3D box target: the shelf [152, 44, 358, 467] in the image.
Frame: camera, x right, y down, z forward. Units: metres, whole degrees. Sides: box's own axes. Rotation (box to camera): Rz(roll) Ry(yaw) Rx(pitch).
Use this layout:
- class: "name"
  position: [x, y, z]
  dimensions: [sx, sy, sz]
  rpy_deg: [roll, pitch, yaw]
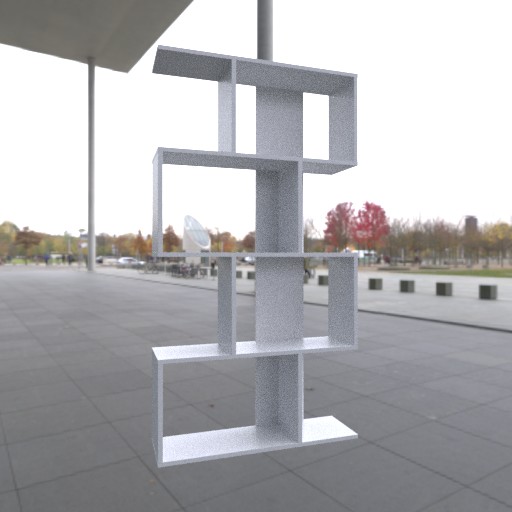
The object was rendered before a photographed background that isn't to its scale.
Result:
- class: "shelf"
  position: [0.000, 0.000, 1.985]
  dimensions: [0.890, 1.650, 0.250]
  rpy_deg: [0, 0, -18]
